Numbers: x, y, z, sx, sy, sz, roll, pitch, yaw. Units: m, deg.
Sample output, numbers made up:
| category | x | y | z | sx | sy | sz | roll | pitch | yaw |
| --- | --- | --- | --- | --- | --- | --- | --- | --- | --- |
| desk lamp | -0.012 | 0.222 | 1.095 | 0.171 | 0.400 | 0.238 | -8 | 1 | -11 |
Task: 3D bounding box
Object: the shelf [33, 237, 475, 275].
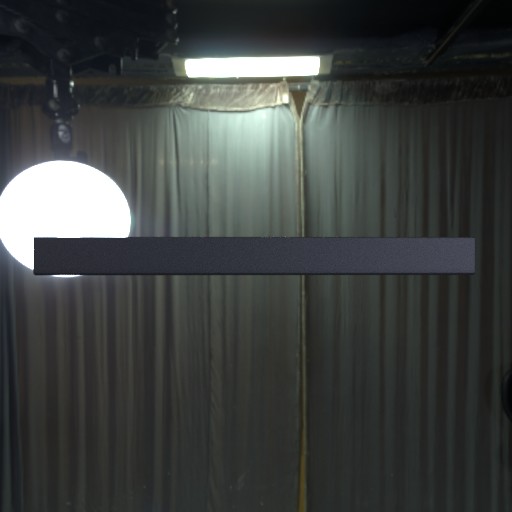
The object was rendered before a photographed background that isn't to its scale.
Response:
| category | x | y | z | sx | sy | sz | roll | pitch | yaw |
| --- | --- | --- | --- | --- | --- | --- | --- | --- | --- |
| shelf | 0.000 | 0.000 | 0.656 | 0.605 | 0.053 | 0.102 | 0 | 0 | -1 |
